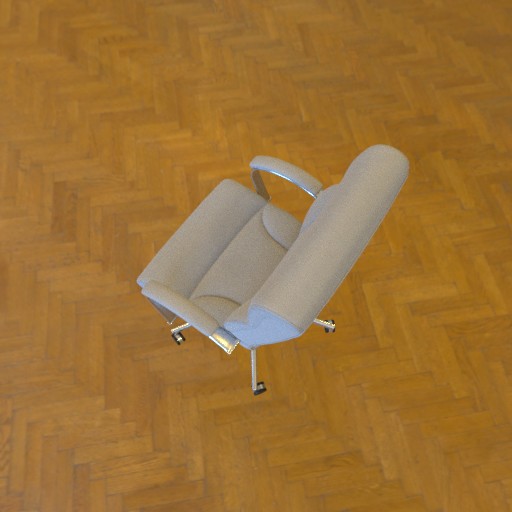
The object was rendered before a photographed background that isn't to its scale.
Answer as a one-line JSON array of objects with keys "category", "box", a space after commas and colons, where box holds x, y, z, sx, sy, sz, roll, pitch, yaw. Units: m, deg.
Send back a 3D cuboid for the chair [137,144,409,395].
[{"category": "chair", "box": [0.000, 0.000, 1.612, 0.745, 1.099, 0.727, 32, 68, 14]}]
